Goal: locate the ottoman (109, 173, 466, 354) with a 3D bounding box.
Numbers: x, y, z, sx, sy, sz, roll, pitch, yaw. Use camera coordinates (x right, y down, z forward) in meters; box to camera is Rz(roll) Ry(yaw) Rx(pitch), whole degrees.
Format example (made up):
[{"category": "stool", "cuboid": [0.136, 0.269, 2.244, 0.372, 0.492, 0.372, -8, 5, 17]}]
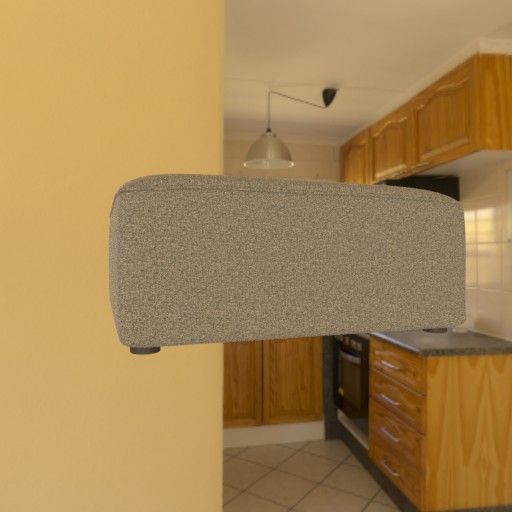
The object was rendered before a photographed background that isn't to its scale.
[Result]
[{"category": "ottoman", "cuboid": [0.000, 0.000, 1.634, 1.015, 0.464, 1.005, 0, 0, -19]}]
